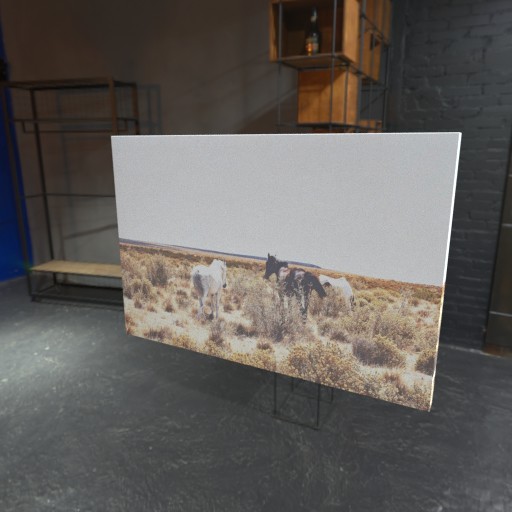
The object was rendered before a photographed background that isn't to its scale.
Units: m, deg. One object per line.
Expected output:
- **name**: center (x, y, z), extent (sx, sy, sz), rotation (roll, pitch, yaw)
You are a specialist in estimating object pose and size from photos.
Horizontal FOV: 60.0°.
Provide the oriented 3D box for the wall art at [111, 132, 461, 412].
- **wall art**: center (0.000, 0.000, 1.157), extent (0.914, 0.610, 0.050), rotation (7, 16, 27)
